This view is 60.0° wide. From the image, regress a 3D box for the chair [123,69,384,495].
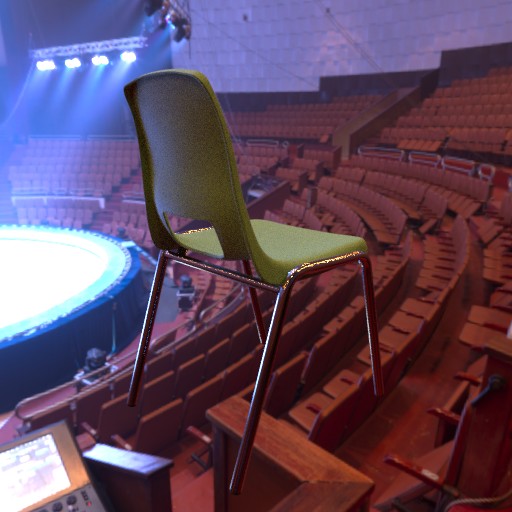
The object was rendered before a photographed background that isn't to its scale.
[{"bbox_3d":[0.000,0.000,0.890,0.436,0.653,0.381,-14,20,-42],"label":"chair"}]
